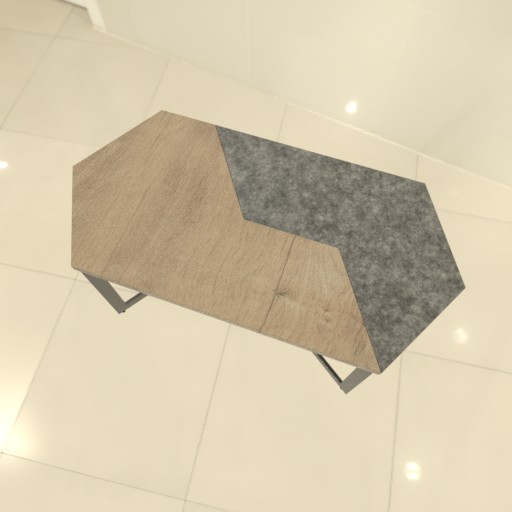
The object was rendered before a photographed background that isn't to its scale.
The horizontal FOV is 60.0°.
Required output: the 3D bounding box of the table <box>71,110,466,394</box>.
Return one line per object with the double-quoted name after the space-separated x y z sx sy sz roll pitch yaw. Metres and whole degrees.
0.000 0.000 1.507 1.219 0.457 0.609 18 66 8 "table"
